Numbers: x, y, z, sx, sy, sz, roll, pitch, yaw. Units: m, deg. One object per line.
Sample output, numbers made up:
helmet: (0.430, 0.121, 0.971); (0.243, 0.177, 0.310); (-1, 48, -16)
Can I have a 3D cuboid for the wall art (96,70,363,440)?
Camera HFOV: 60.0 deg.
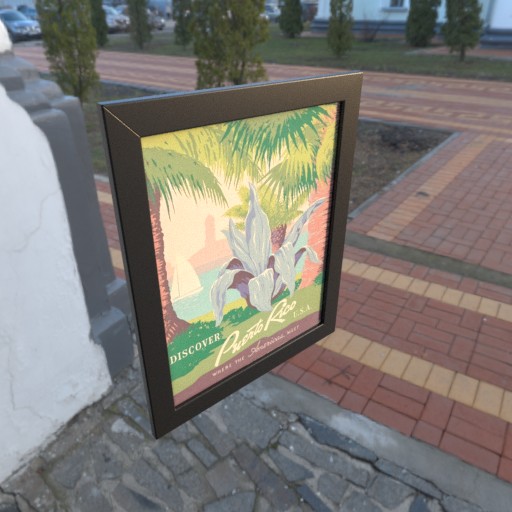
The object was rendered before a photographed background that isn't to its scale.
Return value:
wall art: (0.000, 0.000, 0.796); (0.481, 0.582, 0.018); (-22, 36, -34)
